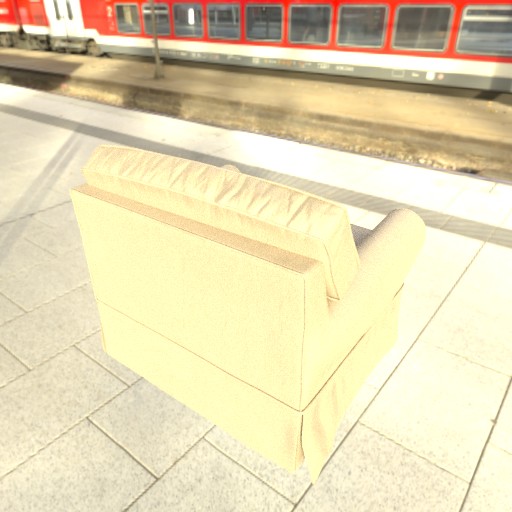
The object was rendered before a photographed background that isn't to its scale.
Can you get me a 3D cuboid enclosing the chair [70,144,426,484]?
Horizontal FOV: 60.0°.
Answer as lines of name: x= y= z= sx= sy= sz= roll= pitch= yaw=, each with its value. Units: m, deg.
chair: x=0.000 y=0.000 z=1.780 sx=1.096 sy=0.937 sz=0.903 roll=20 pitch=36 yaw=31
